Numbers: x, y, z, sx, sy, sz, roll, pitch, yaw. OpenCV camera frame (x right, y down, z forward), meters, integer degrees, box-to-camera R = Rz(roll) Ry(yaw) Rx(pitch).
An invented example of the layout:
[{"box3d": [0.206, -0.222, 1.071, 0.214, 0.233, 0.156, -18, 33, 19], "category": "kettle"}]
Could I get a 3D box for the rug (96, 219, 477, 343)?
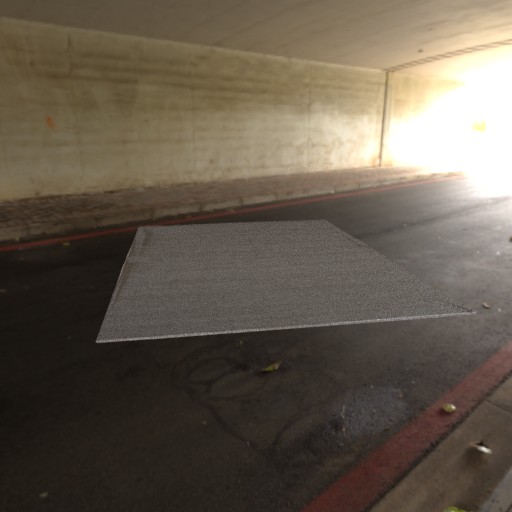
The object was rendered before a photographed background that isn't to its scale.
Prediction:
[{"box3d": [0.000, 0.000, 5.015, 2.873, 0.053, 3.778, -3, 16, -9], "category": "rug"}]
